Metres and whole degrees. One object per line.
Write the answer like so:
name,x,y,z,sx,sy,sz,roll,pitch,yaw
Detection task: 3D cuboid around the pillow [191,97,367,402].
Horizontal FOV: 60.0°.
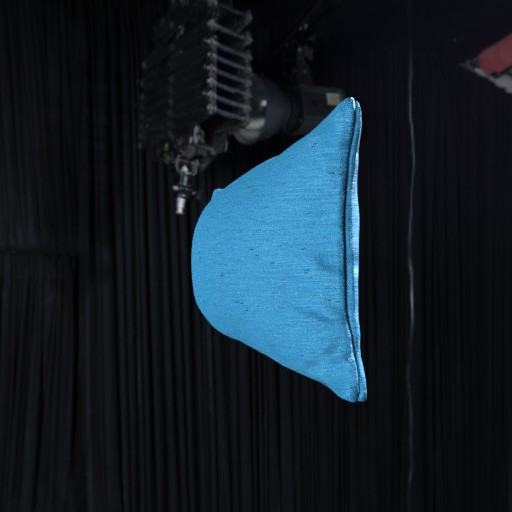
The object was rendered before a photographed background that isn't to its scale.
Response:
pillow,0.000,0.000,0.779,0.210,0.338,0.633,0,-1,-19
